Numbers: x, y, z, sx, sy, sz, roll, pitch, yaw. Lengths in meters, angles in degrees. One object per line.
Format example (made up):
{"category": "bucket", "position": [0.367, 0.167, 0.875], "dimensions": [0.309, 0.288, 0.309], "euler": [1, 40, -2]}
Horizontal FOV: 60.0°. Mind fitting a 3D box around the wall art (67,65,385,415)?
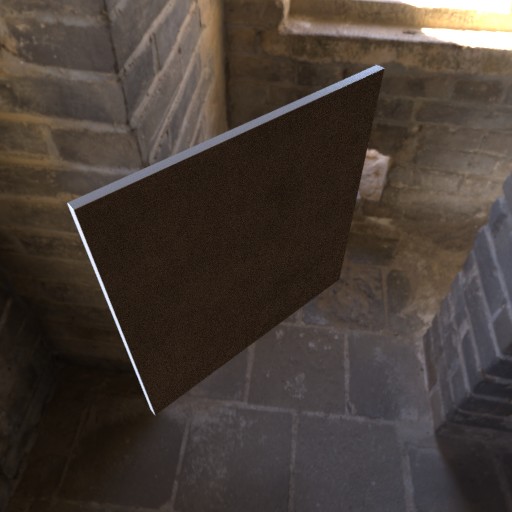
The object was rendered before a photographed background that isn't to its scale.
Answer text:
{"category": "wall art", "position": [0.000, 0.000, 0.991], "dimensions": [0.664, 0.661, 0.020], "euler": [-32, 55, -26]}
